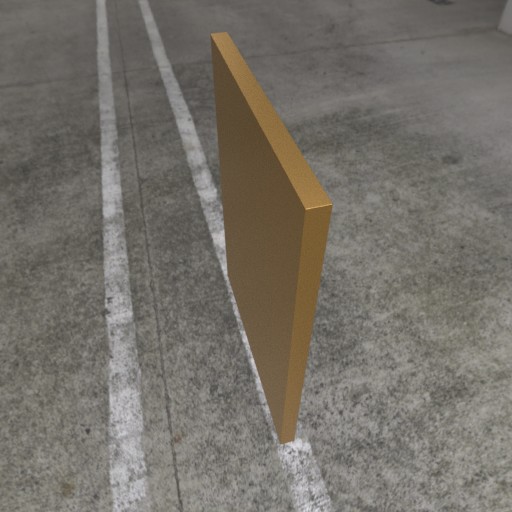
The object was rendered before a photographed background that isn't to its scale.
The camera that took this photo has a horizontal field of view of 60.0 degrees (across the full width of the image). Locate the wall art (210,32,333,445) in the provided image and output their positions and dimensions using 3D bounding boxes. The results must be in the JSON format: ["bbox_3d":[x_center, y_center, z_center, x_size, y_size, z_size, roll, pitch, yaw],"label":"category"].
[{"bbox_3d":[0.000,0.000,1.071,0.038,0.812,0.610,-12,48,-11],"label":"wall art"}]
